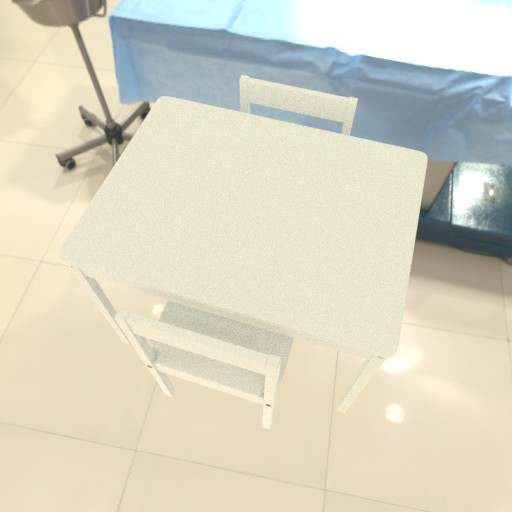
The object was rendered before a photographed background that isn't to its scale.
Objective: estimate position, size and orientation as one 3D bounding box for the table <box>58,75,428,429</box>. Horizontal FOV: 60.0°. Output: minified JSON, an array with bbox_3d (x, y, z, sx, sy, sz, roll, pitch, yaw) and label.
[{"bbox_3d":[0.000,0.000,1.098,0.650,0.503,0.672,15,60,9],"label":"table"}]
